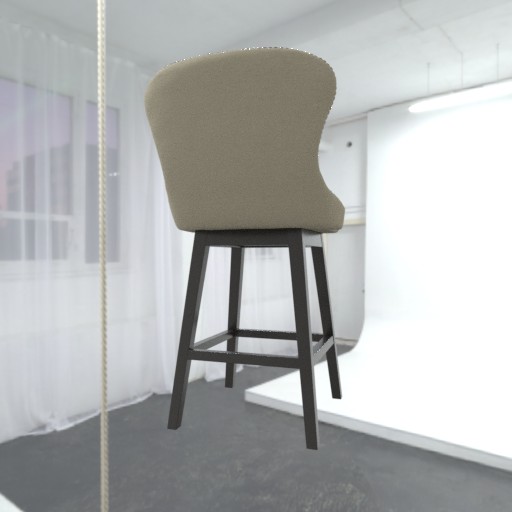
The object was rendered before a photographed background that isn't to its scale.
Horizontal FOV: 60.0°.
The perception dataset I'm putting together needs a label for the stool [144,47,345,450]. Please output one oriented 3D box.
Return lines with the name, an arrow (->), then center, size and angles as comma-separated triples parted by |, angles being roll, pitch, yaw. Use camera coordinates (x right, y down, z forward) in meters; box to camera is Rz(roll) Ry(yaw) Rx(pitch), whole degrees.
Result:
stool -> 0.000, 0.000, 1.317 | 0.528, 0.971, 0.593 | 0, 0, 19
